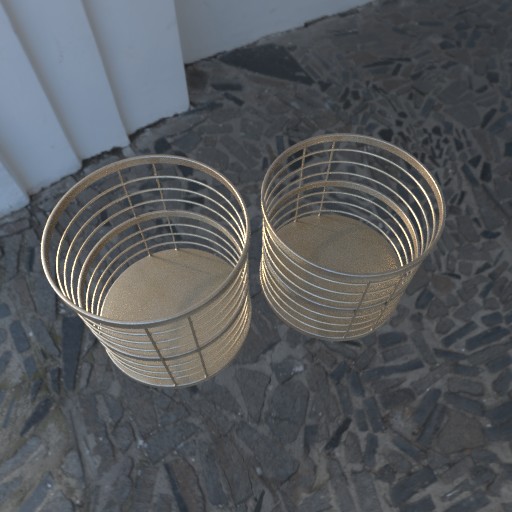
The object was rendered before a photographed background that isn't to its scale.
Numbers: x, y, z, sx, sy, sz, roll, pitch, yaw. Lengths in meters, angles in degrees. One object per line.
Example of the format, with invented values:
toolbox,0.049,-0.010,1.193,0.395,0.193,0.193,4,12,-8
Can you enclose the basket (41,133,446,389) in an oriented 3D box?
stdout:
basket,0.000,0.000,0.941,0.746,0.351,0.356,-14,59,-9
